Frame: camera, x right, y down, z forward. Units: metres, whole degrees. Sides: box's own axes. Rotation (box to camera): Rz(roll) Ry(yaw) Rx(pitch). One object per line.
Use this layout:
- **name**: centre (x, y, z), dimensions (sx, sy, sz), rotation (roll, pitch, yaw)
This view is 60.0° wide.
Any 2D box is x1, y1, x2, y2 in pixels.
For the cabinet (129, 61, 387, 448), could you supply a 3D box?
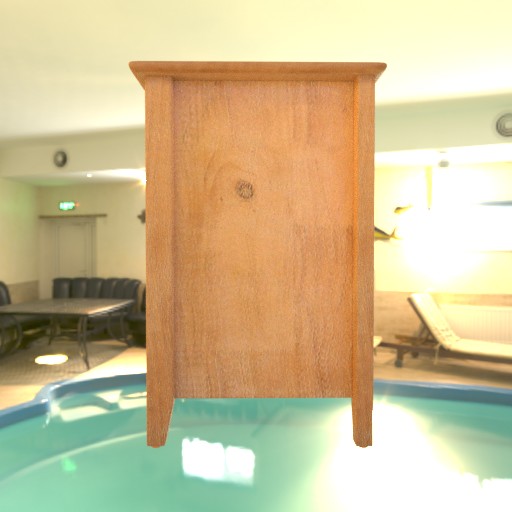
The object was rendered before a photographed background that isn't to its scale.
- **cabinet**: centre (0.000, 0.000, 1.237), dimensions (0.503, 0.762, 0.763), rotation (0, 1, -1)
